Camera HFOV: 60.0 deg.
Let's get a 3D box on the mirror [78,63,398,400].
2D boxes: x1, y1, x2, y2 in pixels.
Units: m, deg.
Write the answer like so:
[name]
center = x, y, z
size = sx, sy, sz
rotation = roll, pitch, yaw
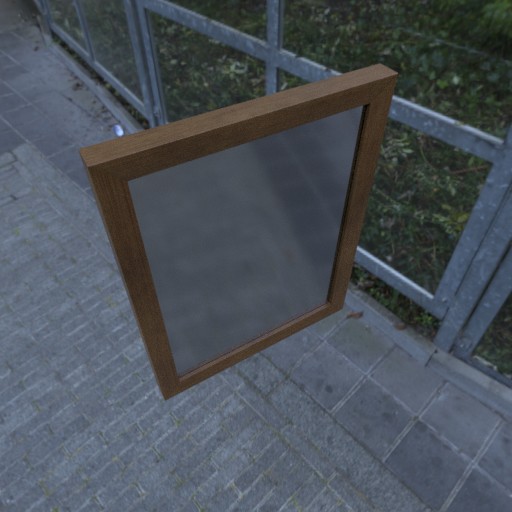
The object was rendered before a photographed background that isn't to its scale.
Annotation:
[mirror]
center = 0.000, 0.000, 0.699
size = 0.405, 0.508, 0.041
rotation = -23, 51, -20
